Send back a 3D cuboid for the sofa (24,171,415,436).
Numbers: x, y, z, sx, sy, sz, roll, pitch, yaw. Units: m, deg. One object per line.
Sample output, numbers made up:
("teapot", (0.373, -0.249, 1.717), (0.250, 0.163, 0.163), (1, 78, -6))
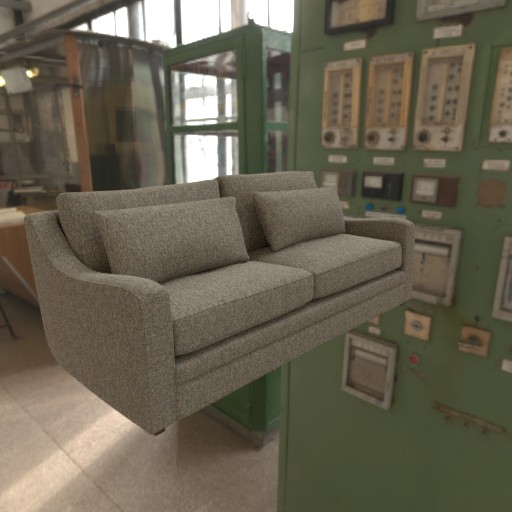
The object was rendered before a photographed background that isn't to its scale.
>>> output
("sofa", (0.000, 0.000, 2.872), (1.103, 0.998, 2.418), (13, 19, 43))
